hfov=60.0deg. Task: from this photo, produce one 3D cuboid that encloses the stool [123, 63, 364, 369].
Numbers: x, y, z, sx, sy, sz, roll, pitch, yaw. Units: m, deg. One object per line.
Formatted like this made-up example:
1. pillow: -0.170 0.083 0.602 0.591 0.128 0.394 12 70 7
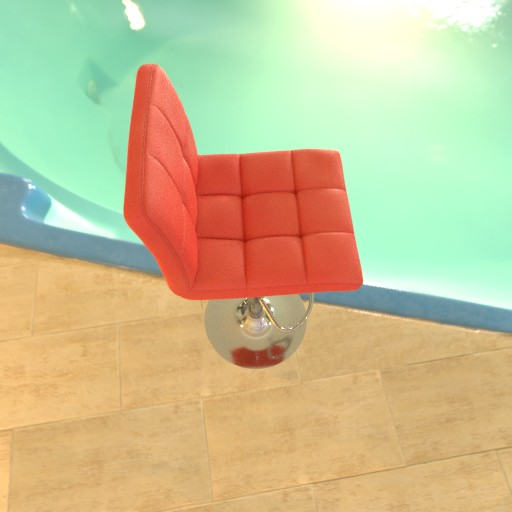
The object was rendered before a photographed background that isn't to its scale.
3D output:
1. stool: 0.000 0.000 1.355 0.505 1.115 0.430 -3 62 -2
